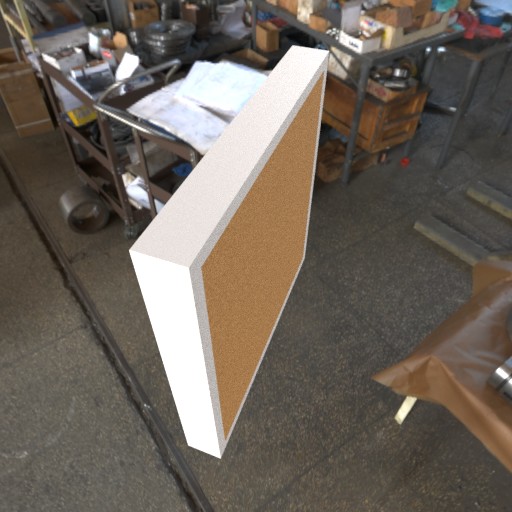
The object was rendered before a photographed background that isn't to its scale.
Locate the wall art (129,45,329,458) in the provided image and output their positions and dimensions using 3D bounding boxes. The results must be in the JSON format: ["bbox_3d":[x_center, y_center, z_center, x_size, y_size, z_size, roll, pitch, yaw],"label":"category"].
[{"bbox_3d":[0.000,0.000,0.455,0.038,0.302,0.305,16,49,14],"label":"wall art"}]
